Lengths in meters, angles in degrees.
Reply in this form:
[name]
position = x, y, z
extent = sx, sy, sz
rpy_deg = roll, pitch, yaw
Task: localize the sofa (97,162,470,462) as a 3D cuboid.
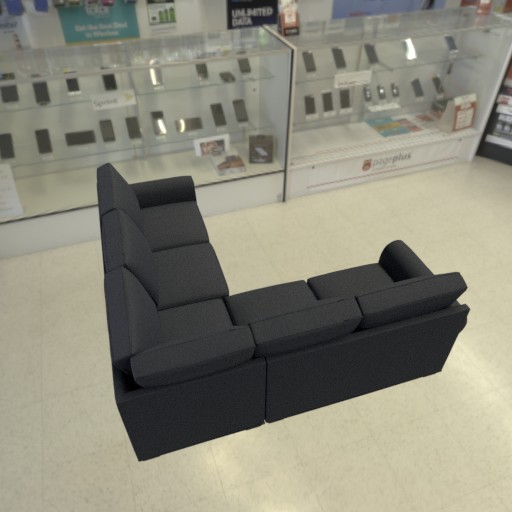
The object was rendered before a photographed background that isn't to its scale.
[sofa]
position = 0.000, 0.000, 3.890
extent = 2.487, 1.042, 2.562
rpy_deg = -12, 43, -13
